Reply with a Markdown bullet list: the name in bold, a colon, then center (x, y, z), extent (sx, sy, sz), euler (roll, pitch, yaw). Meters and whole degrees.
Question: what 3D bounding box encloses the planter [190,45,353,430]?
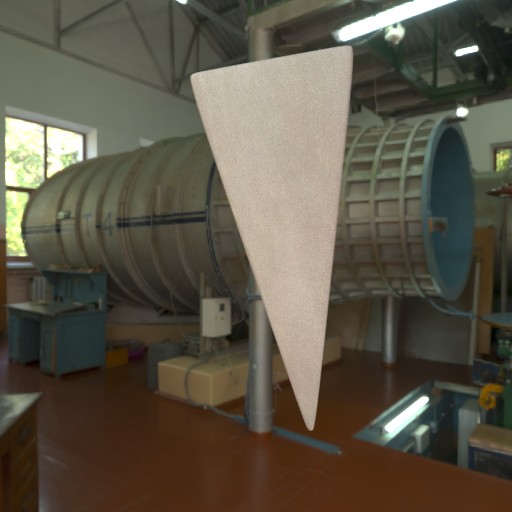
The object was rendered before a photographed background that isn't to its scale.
- **planter**: center (0.000, 0.000, 0.272), extent (0.081, 0.224, 0.101), euler (0, 1, -18)
